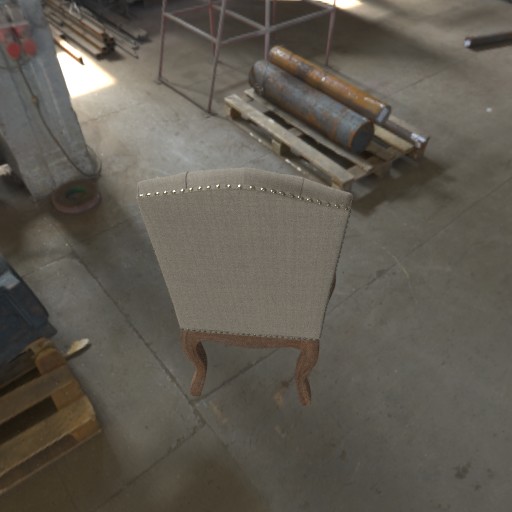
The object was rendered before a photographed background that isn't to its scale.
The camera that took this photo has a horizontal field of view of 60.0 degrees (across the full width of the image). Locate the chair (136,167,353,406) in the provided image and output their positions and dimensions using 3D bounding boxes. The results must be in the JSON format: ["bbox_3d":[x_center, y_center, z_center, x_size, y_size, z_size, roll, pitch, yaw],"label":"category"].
[{"bbox_3d":[0.000,0.000,1.590,0.637,1.191,0.731,4,47,4],"label":"chair"}]
